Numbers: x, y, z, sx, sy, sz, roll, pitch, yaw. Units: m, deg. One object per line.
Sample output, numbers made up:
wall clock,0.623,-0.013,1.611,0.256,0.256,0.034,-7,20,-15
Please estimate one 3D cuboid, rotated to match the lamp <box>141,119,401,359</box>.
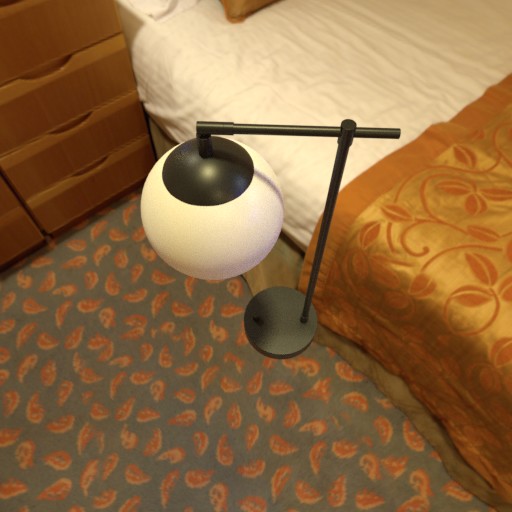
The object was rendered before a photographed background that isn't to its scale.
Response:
lamp,0.000,0.000,0.720,0.316,0.559,0.197,2,58,1
